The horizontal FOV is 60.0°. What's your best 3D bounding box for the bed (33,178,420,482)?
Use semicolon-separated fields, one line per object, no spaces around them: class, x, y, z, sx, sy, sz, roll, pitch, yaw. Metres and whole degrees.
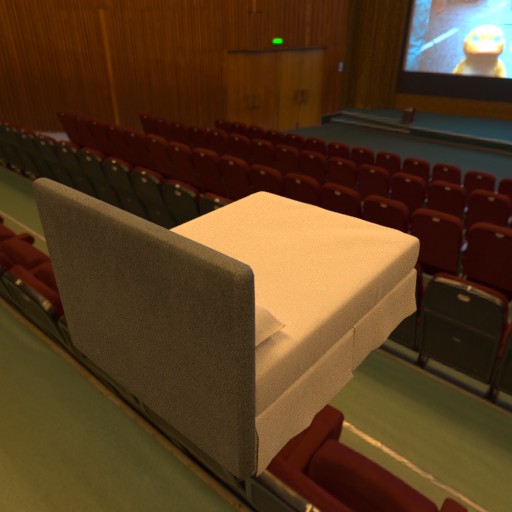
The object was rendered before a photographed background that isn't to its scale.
bed;0.000;0.000;3.123;1.713;1.330;2.142;22;36;34
